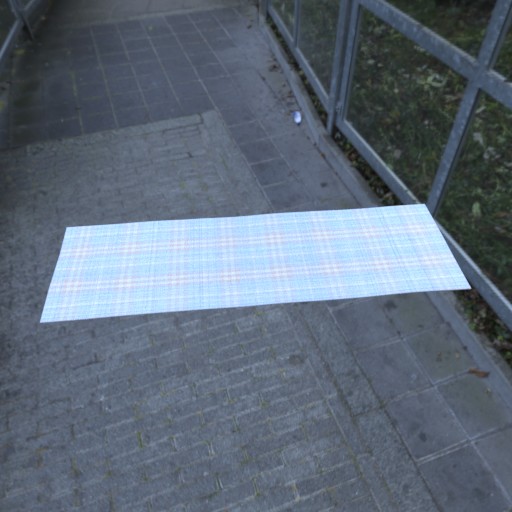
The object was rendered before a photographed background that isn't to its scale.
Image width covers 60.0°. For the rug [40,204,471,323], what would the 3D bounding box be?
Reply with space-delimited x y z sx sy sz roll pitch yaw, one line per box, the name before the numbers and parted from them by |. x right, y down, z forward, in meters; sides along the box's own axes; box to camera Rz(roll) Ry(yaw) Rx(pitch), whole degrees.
rug | 0.000 0.000 2.750 2.439 0.013 0.762 -4 47 -4
